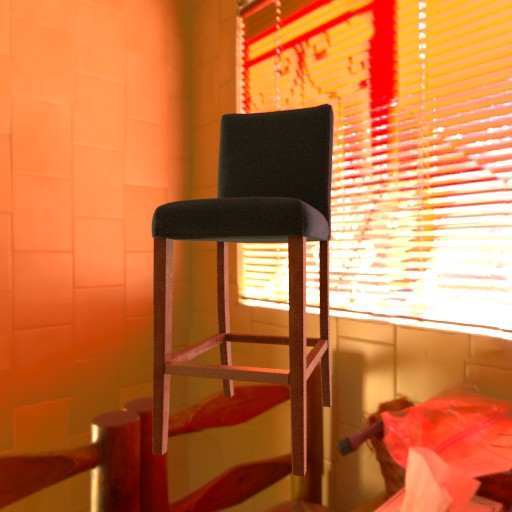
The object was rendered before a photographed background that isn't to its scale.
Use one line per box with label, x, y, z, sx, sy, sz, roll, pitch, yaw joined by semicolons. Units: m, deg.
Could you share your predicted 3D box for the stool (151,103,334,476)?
stool;0.000;0.000;1.413;0.454;1.088;0.574;0;0;17
